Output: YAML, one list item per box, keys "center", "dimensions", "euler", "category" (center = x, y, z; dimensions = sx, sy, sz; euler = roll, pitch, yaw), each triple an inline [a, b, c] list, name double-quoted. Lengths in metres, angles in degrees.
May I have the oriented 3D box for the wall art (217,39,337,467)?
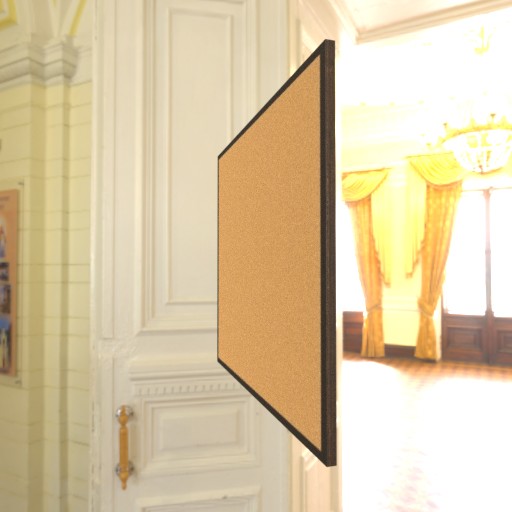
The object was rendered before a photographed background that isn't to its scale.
- center: [0.000, 0.000, 1.402]
  dimensions: [0.023, 0.875, 1.033]
  euler: [0, -1, -17]
  category: "wall art"
